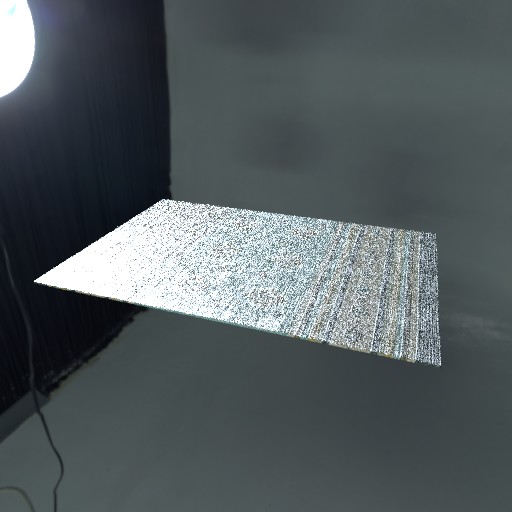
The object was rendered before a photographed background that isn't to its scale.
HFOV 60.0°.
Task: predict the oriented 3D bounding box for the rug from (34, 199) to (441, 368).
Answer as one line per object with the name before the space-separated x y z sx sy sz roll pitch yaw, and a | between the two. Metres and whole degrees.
rug | 0.000 0.000 2.348 1.811 0.010 1.212 9 28 17
